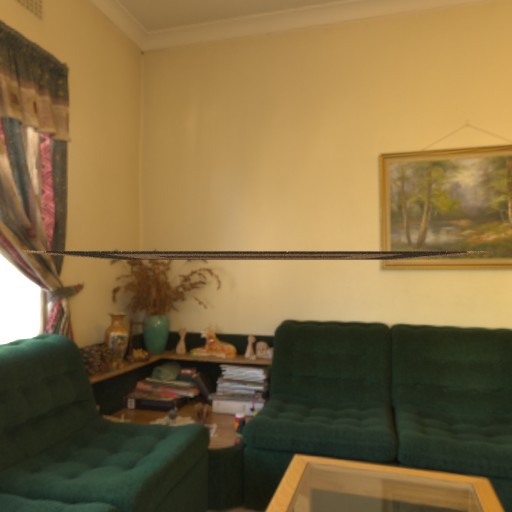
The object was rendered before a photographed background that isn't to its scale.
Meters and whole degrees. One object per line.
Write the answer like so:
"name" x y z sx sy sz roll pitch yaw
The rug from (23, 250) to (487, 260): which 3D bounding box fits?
"rug" 0.000 0.000 1.904 1.541 0.013 0.920 0 -2 -1
